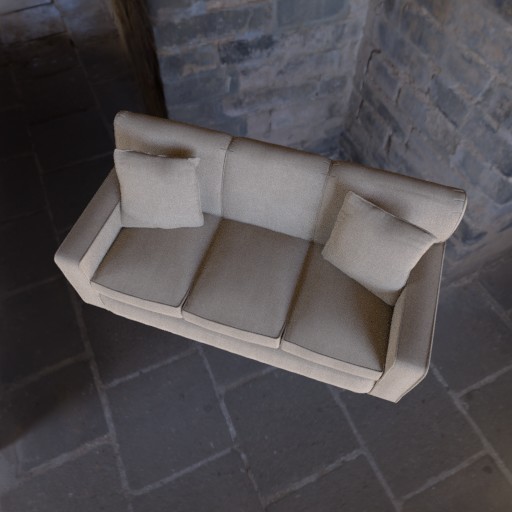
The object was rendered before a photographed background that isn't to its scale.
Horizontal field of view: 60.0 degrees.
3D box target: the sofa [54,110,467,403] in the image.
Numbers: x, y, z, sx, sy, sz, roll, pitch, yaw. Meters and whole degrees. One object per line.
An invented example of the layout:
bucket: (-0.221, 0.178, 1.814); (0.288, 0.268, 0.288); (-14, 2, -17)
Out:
sofa: (0.000, 0.000, 2.588); (2.024, 0.958, 0.997); (16, 59, 10)
